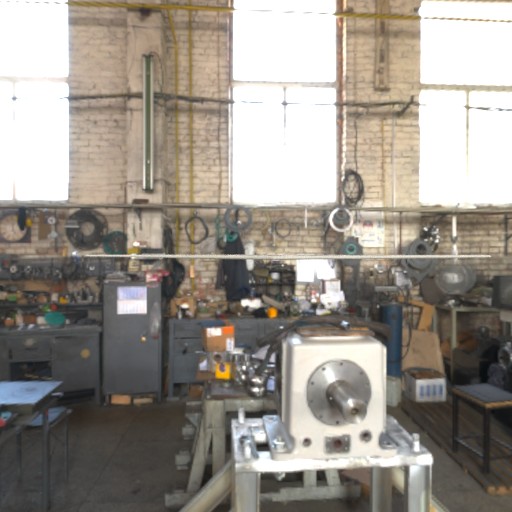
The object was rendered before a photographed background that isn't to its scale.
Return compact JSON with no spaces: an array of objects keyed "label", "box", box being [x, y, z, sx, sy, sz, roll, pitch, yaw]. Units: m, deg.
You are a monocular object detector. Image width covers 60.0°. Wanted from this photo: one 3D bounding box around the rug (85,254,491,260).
[{"label":"rug","box":[0.000,0.000,2.883,1.528,0.014,2.294,0,0,-37]}]
